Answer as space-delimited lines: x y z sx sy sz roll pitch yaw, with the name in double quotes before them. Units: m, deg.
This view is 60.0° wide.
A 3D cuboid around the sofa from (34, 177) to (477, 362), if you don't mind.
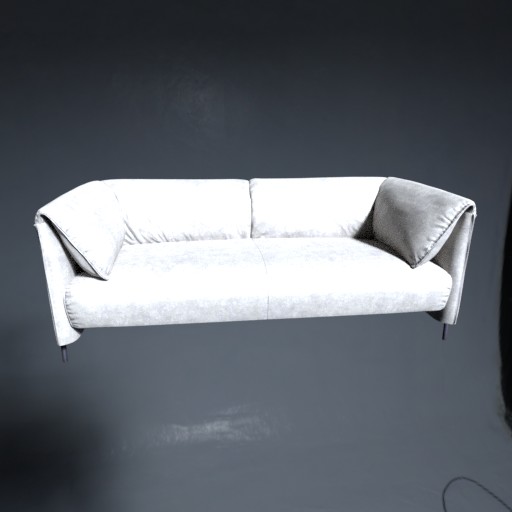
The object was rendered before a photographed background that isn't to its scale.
"sofa" 0.000 0.000 2.327 1.878 0.747 0.905 -2 16 -7
